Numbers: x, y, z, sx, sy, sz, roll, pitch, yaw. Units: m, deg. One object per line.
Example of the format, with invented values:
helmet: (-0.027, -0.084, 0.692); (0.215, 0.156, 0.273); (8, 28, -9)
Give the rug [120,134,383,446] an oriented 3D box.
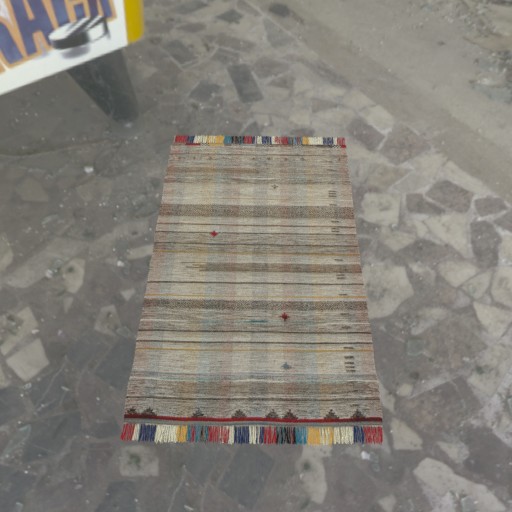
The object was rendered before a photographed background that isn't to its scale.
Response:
rug: (0.000, 0.000, 3.077); (1.465, 0.012, 2.465); (1, 56, 1)
